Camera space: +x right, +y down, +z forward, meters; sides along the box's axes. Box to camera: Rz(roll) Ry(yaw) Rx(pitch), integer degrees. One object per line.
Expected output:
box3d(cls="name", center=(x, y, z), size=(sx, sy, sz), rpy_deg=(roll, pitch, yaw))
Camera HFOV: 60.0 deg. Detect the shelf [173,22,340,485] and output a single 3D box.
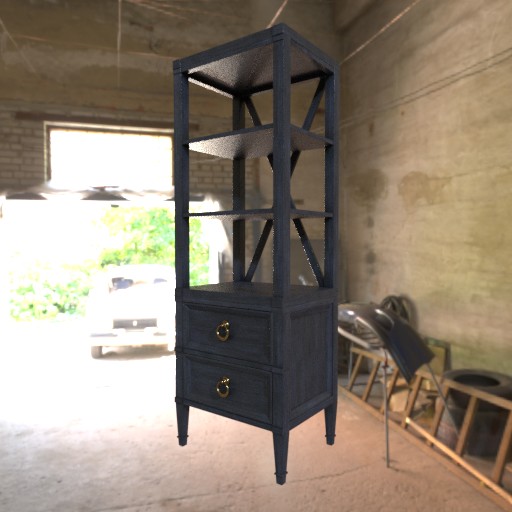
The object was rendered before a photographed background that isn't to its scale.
box3d(cls="shelf", center=(0.000, 0.000, 1.998), size=(0.584, 1.727, 0.472), rpy_deg=(1, 2, 37))
